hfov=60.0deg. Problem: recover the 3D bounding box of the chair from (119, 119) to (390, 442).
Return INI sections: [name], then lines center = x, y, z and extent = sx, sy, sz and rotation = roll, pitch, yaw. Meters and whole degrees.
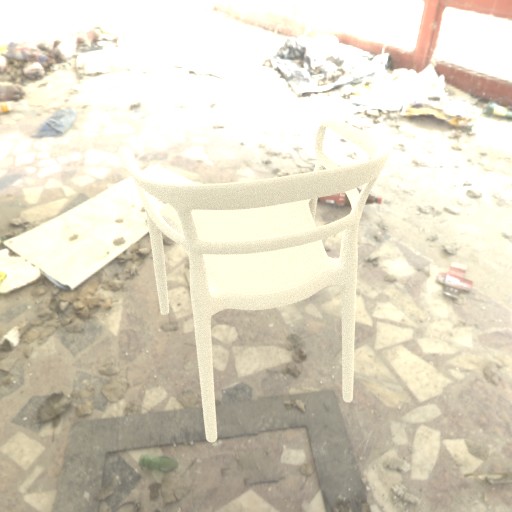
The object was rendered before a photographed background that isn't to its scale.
[chair]
center = 0.000, 0.000, 1.125
extent = 0.559, 0.761, 0.527
rotation = -11, 42, -13
